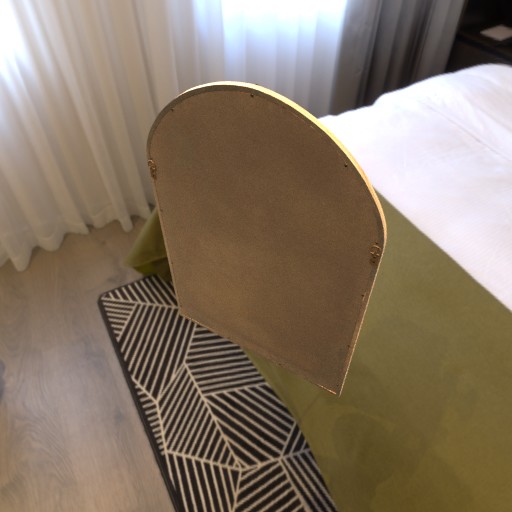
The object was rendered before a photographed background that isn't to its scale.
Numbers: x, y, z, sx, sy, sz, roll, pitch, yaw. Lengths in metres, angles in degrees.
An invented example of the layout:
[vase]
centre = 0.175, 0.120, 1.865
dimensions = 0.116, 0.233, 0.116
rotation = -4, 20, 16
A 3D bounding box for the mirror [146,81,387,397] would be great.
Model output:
[mirror]
centre = 0.000, 0.000, 1.145
dimensions = 0.609, 0.915, 0.032
rotation = 23, 51, 20
